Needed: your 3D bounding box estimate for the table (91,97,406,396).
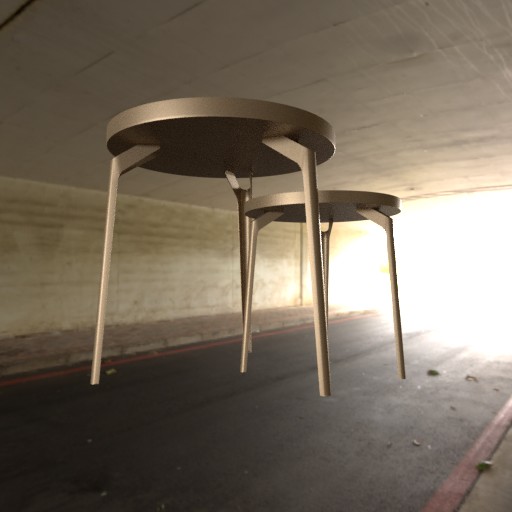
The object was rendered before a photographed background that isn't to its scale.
[{"bbox_3d":[0.000,0.000,1.084,0.751,0.555,0.532,1,-2,-19],"label":"table"}]
